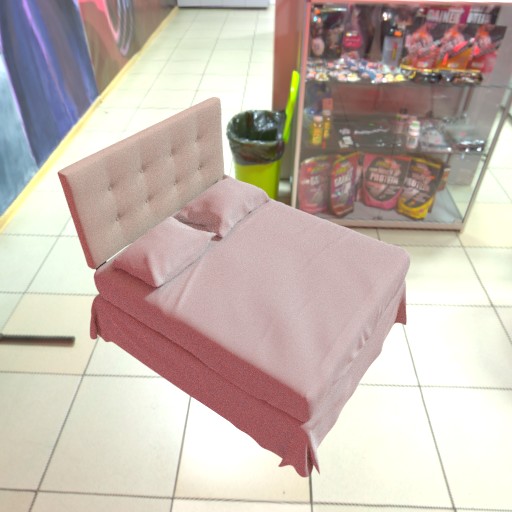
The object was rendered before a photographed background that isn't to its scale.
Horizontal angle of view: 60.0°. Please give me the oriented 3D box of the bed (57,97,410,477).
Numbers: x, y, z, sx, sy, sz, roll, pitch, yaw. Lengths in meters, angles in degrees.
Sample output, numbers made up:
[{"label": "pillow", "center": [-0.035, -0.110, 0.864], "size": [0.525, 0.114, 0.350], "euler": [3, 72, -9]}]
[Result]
[{"label": "bed", "center": [0.000, 0.000, 3.449], "size": [2.222, 1.577, 1.936], "euler": [25, 46, 26]}]
